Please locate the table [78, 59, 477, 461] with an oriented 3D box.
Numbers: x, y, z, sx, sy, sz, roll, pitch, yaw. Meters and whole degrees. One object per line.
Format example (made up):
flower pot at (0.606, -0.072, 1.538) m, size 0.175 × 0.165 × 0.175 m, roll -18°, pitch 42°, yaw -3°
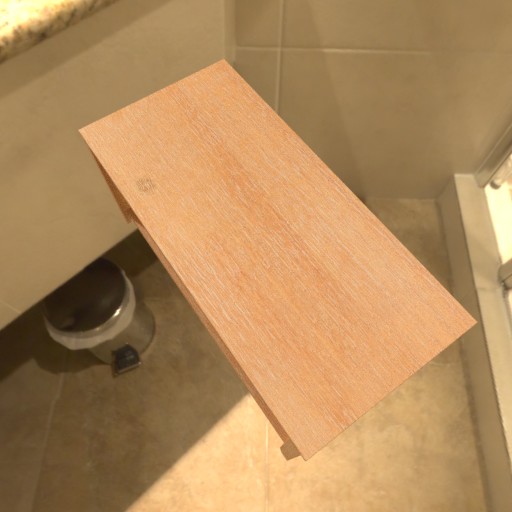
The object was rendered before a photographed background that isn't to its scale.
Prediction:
table at (0.000, 0.000, 1.306) m, size 0.483 × 0.457 × 1.016 m, roll -32°, pitch 68°, yaw -15°
